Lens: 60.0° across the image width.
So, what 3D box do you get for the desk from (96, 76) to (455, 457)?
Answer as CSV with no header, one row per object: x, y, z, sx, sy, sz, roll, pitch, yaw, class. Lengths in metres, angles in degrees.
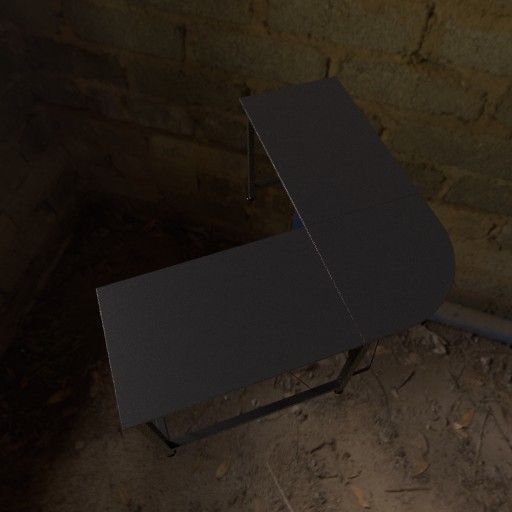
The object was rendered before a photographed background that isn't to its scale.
0.000,0.000,2.206,1.400,0.762,1.400,-17,59,-10,desk
